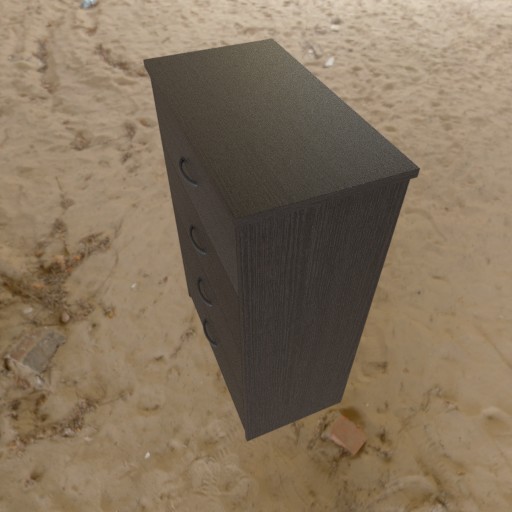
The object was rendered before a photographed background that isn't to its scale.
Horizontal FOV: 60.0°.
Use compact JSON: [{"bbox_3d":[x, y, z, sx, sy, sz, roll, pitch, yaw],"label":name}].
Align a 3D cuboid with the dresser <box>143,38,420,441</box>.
[{"bbox_3d":[0.000,0.000,1.402,0.399,1.020,0.704,-17,49,-15],"label":"dresser"}]
